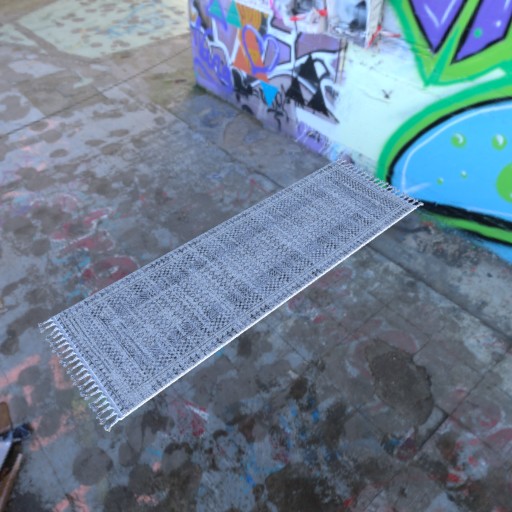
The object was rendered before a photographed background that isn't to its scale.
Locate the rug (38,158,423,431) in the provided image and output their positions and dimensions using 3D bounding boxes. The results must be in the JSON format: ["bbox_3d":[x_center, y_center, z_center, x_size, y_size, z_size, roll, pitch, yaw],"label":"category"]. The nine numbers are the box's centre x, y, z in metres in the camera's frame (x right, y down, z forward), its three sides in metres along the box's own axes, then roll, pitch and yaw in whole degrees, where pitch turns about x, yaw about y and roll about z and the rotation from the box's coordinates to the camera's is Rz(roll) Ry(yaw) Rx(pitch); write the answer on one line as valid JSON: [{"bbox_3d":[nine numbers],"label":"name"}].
[{"bbox_3d":[0.000,0.000,2.751,2.480,0.013,0.786,-32,53,-28],"label":"rug"}]
